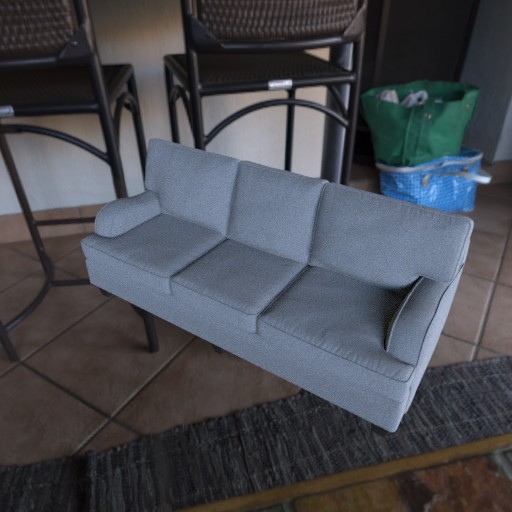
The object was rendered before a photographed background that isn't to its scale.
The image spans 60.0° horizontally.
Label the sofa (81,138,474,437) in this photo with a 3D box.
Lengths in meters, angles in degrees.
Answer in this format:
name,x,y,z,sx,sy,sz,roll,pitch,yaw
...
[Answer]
name,x,y,z,sx,sy,sz,roll,pitch,yaw
sofa,0.000,0.000,2.857,2.323,0.997,1.016,20,38,28
